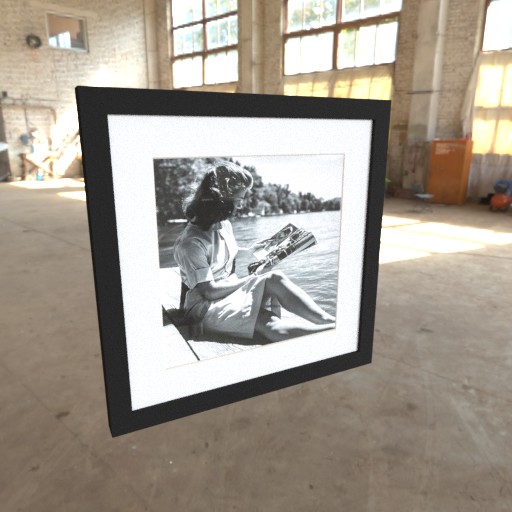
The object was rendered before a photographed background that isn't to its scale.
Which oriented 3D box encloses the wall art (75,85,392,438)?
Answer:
[{"bbox_3d":[0.000,0.000,0.668,0.462,0.458,0.030,-8,17,-26],"label":"wall art"}]
